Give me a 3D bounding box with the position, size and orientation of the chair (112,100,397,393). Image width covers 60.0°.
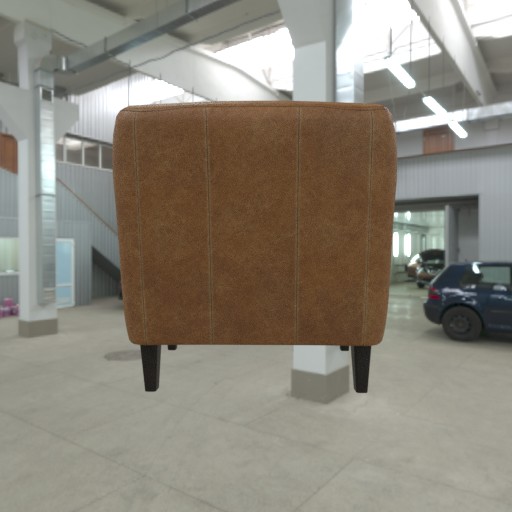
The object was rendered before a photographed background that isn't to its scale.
[{"bbox_3d":[0.000,0.000,1.857,1.037,0.980,1.034,0,0,1],"label":"chair"}]
